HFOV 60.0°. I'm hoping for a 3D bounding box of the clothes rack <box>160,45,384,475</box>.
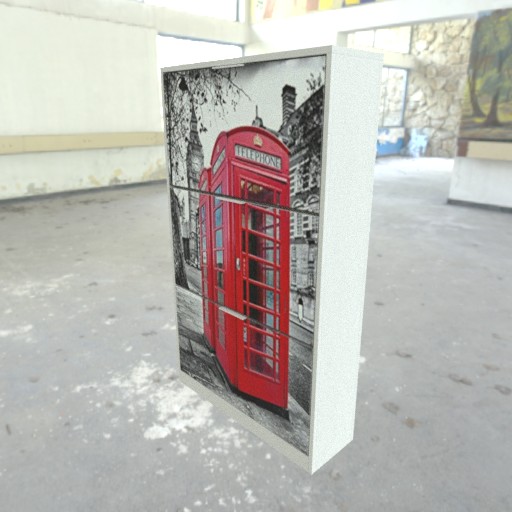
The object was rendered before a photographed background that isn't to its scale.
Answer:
[{"bbox_3d":[0.000,0.000,1.582,0.250,1.280,0.750,-17,24,-42],"label":"clothes rack"}]
